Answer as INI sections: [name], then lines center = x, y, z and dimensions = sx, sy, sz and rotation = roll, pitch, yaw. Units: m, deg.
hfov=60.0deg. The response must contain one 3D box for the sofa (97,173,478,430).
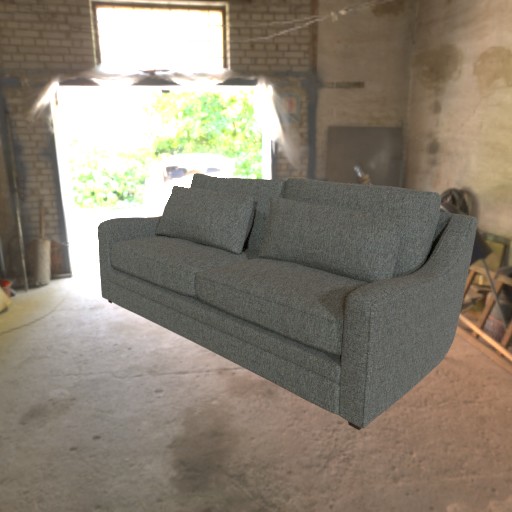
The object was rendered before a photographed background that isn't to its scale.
[sofa]
center = 0.000, 0.000, 2.979
dimensions = 2.418, 0.998, 1.103
rotation = 15, 21, 41
